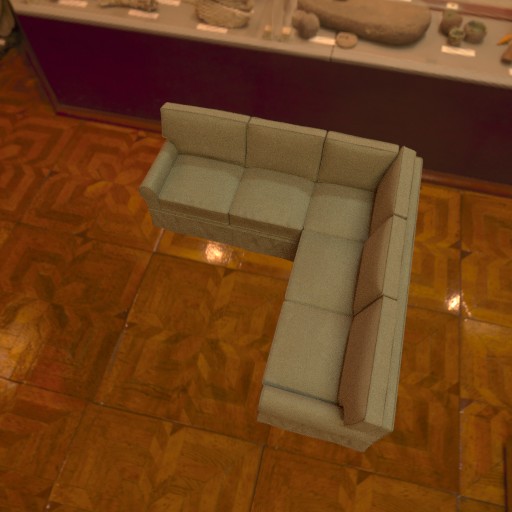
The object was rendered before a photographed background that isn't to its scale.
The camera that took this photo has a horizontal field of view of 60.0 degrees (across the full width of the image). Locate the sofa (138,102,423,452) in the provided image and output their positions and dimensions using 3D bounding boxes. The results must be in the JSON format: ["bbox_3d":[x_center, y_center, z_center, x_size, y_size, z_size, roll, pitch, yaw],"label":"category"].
[{"bbox_3d":[0.000,0.000,4.044,2.618,1.081,2.623,13,60,8],"label":"sofa"}]
